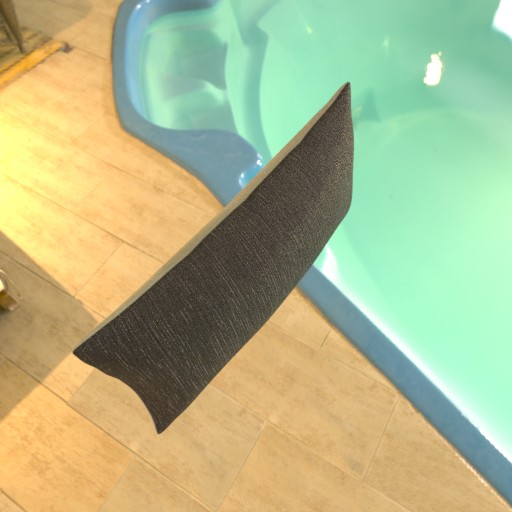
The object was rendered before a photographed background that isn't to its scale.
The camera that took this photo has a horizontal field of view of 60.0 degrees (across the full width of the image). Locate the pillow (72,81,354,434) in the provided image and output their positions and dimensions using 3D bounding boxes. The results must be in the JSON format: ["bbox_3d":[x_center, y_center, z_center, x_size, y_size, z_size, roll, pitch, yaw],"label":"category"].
[{"bbox_3d":[0.000,0.000,0.746,0.156,0.305,0.608,33,63,19],"label":"pillow"}]
